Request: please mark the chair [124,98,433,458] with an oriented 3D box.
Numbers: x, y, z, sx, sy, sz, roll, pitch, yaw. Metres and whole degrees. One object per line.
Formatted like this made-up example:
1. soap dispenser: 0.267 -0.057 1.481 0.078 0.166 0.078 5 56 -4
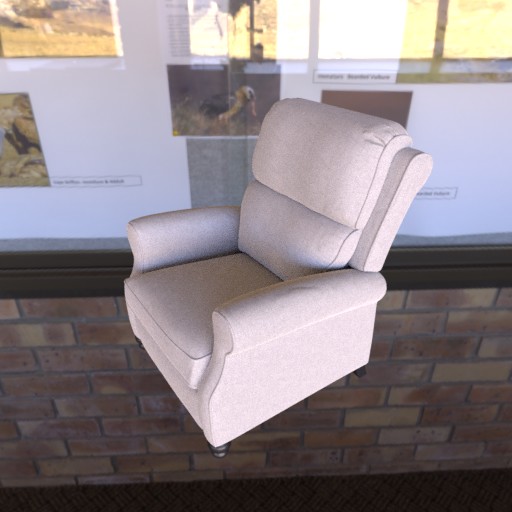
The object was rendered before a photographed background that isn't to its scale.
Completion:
1. chair: 0.000 0.000 1.744 0.919 1.046 0.859 -19 35 -29
